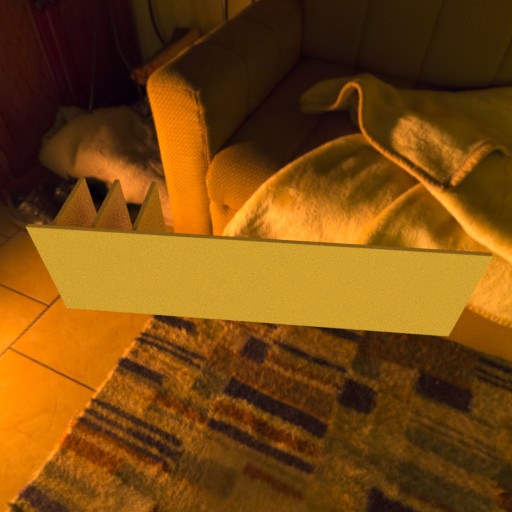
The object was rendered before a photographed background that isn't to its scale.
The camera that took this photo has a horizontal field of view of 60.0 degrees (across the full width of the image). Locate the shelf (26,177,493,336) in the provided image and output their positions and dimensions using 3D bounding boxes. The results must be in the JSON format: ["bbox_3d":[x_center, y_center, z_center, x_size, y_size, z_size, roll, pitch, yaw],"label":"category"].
[{"bbox_3d":[0.000,0.000,1.140,1.020,0.300,0.200,4,46,4],"label":"shelf"}]
